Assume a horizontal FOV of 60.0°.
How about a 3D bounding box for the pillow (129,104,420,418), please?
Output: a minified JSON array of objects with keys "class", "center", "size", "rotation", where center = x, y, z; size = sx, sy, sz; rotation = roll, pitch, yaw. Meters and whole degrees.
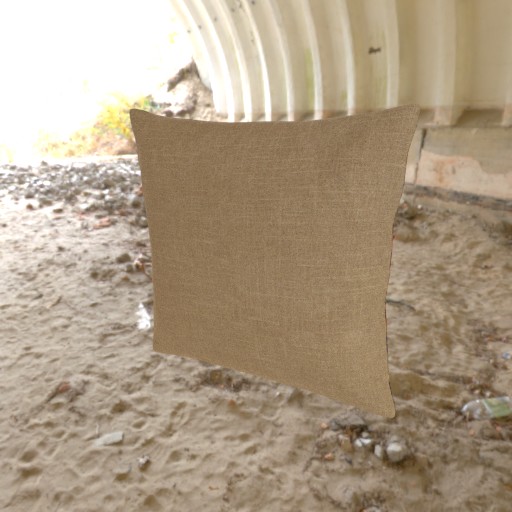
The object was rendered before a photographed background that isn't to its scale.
[{"class":"pillow","center":[0.000,0.000,0.789],"size":[0.523,0.506,0.166],"rotation":[8,19,26]}]
